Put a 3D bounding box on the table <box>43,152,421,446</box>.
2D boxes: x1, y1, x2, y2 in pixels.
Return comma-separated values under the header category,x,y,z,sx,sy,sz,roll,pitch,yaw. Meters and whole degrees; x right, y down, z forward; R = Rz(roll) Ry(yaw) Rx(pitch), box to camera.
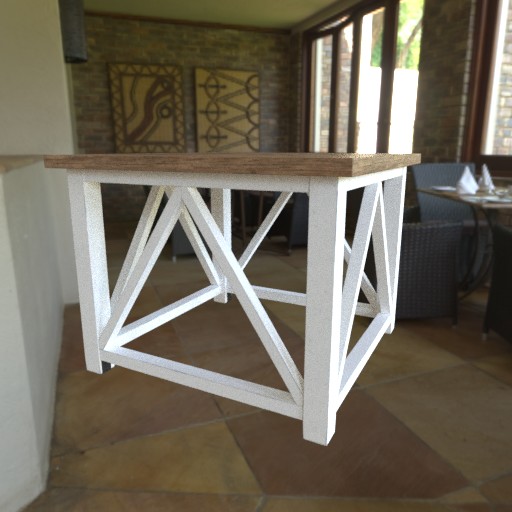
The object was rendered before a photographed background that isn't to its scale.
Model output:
category,x,y,z,sx,sy,sz,roll,pitch,yaw
table,0.000,0.000,1.189,0.700,0.532,0.700,7,15,27
